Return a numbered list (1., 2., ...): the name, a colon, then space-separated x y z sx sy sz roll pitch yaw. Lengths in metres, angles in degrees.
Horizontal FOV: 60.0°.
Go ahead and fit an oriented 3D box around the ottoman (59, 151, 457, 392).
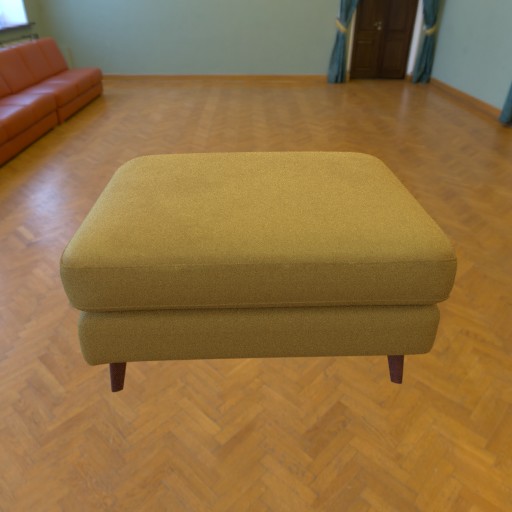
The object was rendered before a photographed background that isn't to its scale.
1. ottoman: 0.000 0.000 1.177 0.811 0.449 0.608 -1 31 -2
